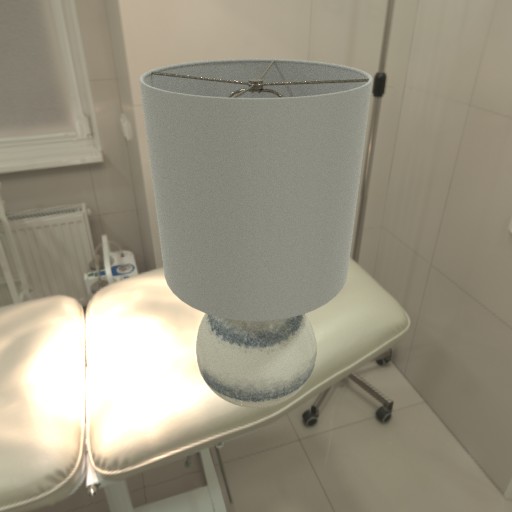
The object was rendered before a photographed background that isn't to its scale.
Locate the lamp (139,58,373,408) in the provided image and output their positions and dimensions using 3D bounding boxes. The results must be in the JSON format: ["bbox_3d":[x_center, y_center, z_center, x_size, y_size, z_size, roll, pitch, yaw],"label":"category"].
[{"bbox_3d":[0.000,0.000,0.526,0.216,0.404,0.216,-10,33,-16],"label":"lamp"}]
